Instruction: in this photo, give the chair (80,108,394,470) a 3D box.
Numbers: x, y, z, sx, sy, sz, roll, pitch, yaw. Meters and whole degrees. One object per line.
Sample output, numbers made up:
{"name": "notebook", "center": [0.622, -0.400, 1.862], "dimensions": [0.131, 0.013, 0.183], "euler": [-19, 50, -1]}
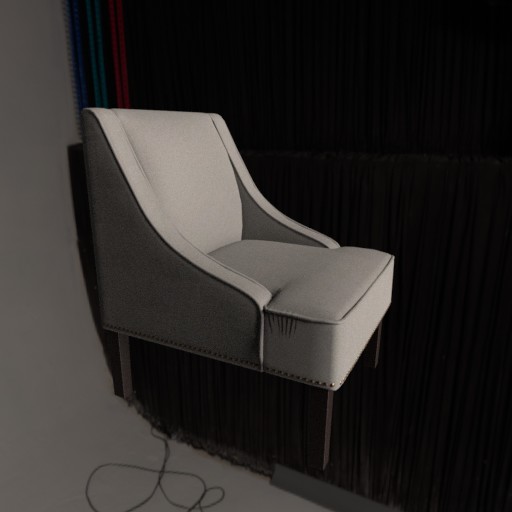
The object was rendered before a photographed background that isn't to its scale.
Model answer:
{"name": "chair", "center": [0.000, 0.000, 1.376], "dimensions": [0.747, 0.867, 0.631], "euler": [8, 18, 26]}
